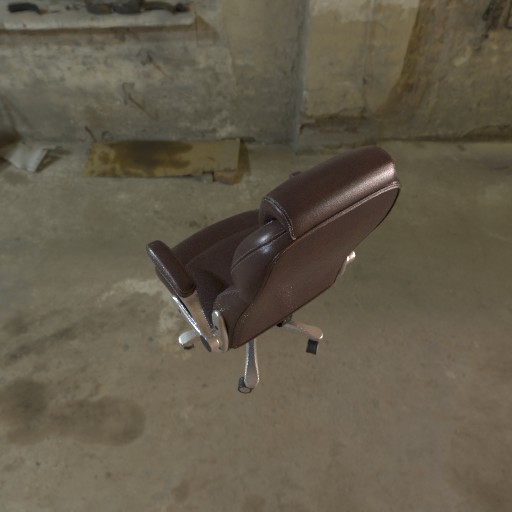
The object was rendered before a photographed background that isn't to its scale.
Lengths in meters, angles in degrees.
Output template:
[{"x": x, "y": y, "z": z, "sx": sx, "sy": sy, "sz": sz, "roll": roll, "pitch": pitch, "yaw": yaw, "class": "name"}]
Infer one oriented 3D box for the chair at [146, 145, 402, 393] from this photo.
[{"x": 0.000, "y": 0.000, "z": 1.704, "sx": 0.733, "sy": 1.160, "sz": 0.774, "roll": -30, "pitch": 53, "yaw": -25, "class": "chair"}]
